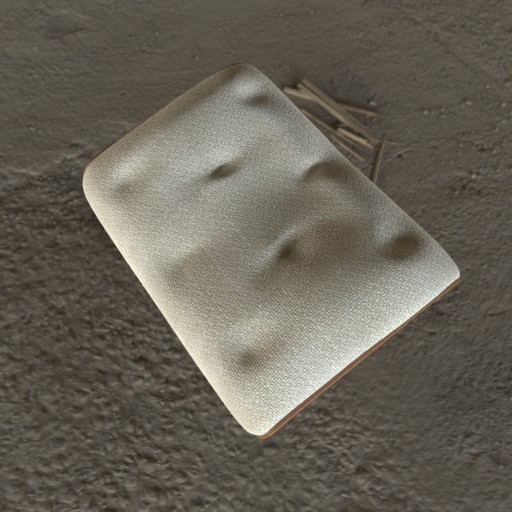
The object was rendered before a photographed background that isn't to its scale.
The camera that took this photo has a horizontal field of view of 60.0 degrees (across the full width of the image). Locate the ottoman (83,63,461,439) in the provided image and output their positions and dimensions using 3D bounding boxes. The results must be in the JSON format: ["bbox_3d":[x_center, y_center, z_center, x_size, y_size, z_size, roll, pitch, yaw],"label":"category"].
[{"bbox_3d":[0.000,0.000,0.806,0.394,0.391,0.520,-34,69,-15],"label":"ottoman"}]
